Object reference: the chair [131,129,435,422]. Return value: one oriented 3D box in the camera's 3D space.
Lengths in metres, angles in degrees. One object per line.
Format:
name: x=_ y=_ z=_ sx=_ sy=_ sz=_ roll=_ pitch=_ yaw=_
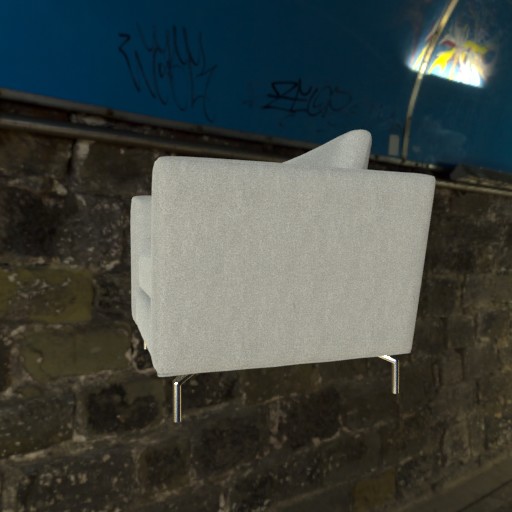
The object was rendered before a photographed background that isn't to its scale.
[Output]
chair: x=0.000 y=0.000 z=1.730 sx=0.889 sy=0.864 sz=1.041 roll=0 pitch=1 yaw=-19
